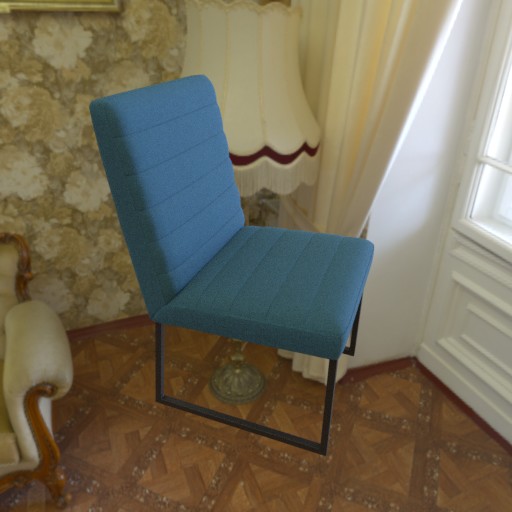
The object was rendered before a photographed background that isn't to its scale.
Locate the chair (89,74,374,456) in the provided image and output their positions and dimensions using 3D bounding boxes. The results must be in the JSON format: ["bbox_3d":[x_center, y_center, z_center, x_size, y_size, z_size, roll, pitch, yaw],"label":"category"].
[{"bbox_3d":[0.000,0.000,1.303,0.634,0.930,0.520,10,30,18],"label":"chair"}]
